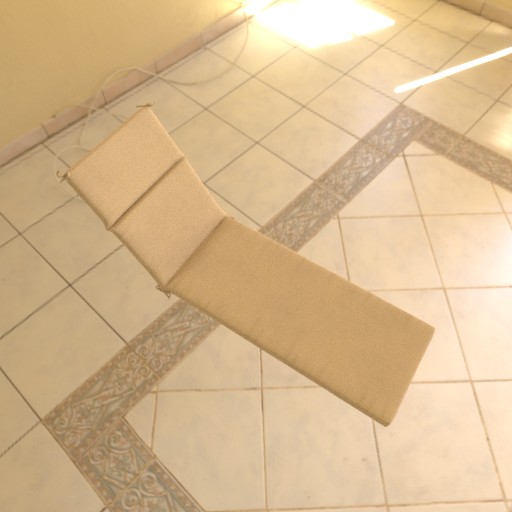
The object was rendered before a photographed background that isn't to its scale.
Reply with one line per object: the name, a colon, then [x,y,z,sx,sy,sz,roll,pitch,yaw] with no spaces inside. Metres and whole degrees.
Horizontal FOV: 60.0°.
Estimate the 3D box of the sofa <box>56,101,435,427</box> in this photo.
sofa: [0.000,0.000,1.963,1.663,0.622,0.582,29,63,17]
